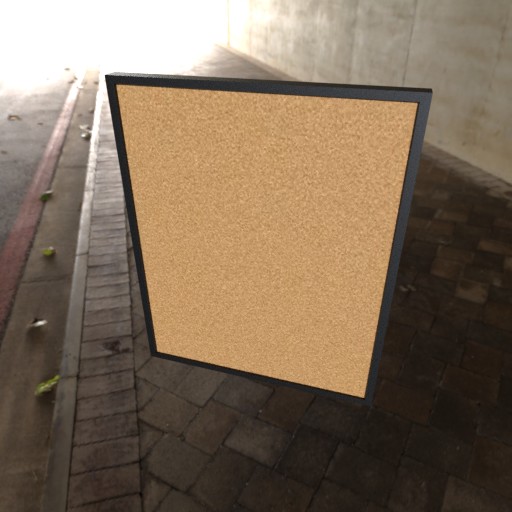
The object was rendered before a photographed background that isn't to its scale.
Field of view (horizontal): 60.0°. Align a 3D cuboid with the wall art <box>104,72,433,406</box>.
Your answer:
[{"bbox_3d":[0.000,0.000,0.751,0.457,0.559,0.029,9,32,14],"label":"wall art"}]
